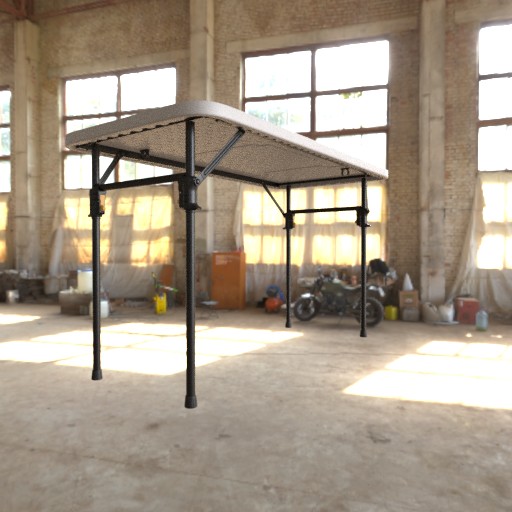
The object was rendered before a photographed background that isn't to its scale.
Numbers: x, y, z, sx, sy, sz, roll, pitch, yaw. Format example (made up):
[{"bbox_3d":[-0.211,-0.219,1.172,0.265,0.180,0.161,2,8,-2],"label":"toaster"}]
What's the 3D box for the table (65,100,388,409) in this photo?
[{"bbox_3d":[0.000,0.000,1.645,0.610,0.729,1.219,1,1,36],"label":"table"}]
